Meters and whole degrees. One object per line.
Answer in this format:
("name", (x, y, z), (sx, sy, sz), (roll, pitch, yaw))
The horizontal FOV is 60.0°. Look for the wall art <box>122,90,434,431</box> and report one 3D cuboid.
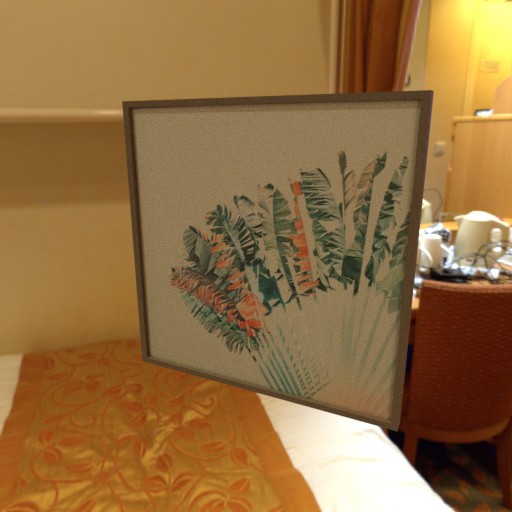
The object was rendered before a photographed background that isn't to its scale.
("wall art", (0.000, 0.000, 1.121), (0.761, 0.758, 0.038), (8, 17, 25))
